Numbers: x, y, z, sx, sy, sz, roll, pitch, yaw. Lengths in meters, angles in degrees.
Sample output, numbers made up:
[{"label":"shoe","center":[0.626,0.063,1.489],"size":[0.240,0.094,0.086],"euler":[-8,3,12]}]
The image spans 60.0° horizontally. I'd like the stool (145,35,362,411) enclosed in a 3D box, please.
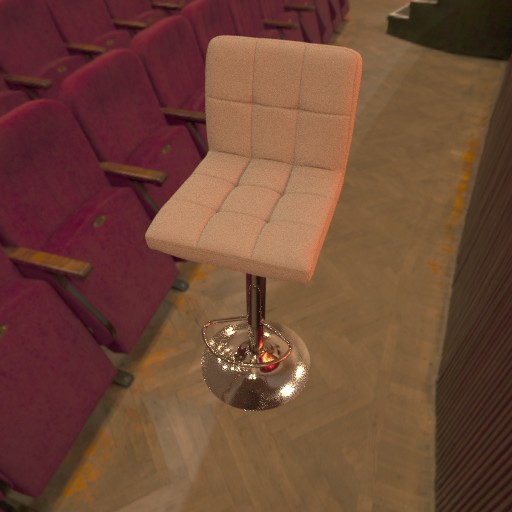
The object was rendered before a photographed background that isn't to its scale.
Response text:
[{"label":"stool","center":[0.000,0.000,1.360],"size":[0.430,1.115,0.505],"euler":[12,43,13]}]
